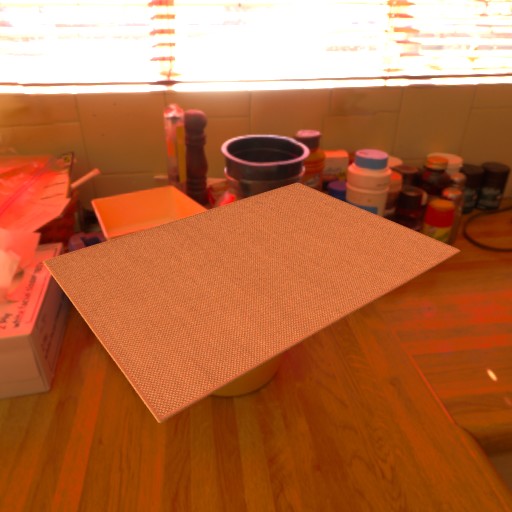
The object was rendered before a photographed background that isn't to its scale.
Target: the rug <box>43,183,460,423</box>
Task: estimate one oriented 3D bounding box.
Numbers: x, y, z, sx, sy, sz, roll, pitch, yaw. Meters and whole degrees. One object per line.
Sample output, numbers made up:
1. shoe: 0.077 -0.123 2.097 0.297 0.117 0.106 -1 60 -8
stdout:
1. rug: 0.000 0.000 2.767 2.134 0.013 1.524 -22 37 -32
